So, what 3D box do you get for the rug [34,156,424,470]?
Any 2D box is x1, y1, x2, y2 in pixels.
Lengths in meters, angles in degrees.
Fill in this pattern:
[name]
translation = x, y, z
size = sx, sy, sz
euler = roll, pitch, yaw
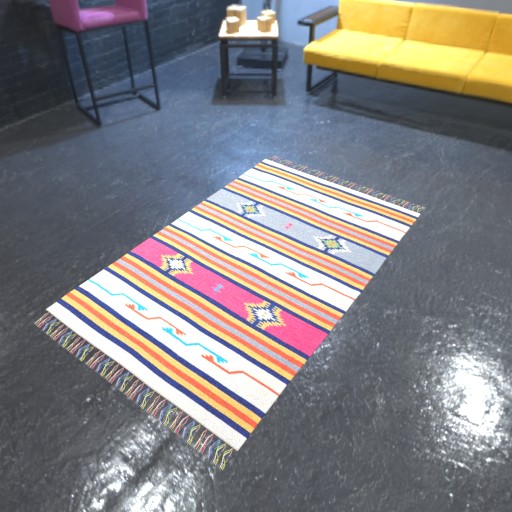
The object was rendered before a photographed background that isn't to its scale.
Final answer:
[rug]
translation = 0.000, 0.000, 2.237
size = 1.084, 0.013, 1.849
euler = 26, 47, 26
